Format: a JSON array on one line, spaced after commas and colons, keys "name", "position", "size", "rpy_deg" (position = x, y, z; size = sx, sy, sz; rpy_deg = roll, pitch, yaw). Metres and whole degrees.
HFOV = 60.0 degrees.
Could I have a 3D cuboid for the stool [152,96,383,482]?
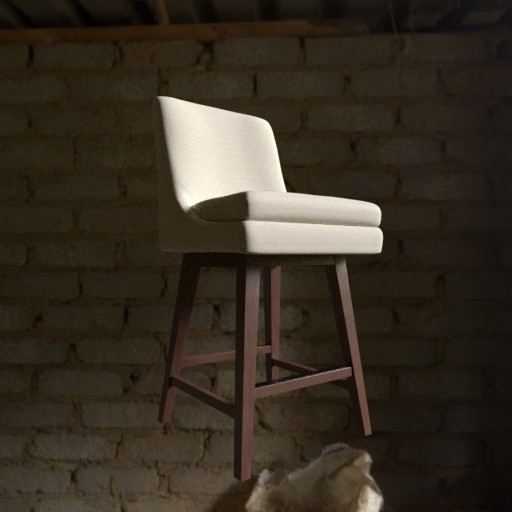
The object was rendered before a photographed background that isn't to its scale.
[{"name": "stool", "position": [0.000, 0.000, 1.293], "size": [0.483, 0.991, 0.559], "rpy_deg": [0, 0, -36]}]
